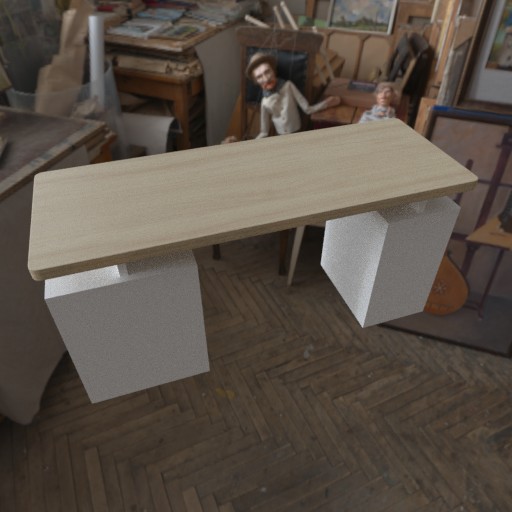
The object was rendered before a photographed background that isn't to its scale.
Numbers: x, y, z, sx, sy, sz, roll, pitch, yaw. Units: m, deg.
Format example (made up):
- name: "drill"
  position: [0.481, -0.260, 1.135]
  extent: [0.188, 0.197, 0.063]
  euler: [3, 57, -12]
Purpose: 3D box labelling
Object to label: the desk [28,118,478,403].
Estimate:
- name: "desk"
  position: [0.000, 0.000, 1.831]
  extent: [1.500, 0.755, 0.550]
  euler: [-12, 43, -14]
